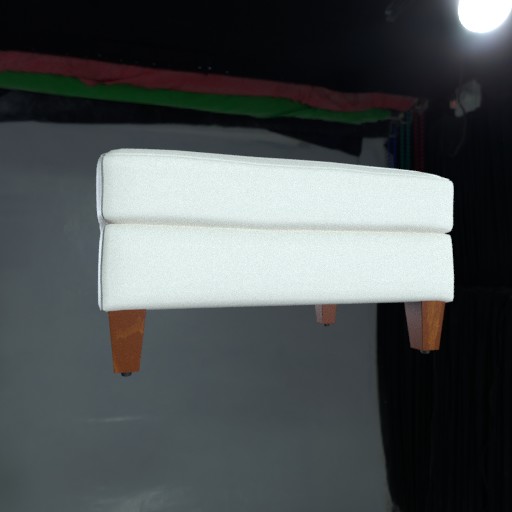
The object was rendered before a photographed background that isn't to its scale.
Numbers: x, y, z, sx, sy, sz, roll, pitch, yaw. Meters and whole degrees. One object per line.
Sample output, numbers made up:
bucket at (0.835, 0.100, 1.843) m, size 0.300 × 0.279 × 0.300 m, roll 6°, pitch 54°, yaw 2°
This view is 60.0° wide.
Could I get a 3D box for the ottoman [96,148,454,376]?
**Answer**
ottoman at (0.000, 0.000, 1.219) m, size 0.818 × 0.479 × 0.634 m, roll 0°, pitch -1°, yaw -19°
